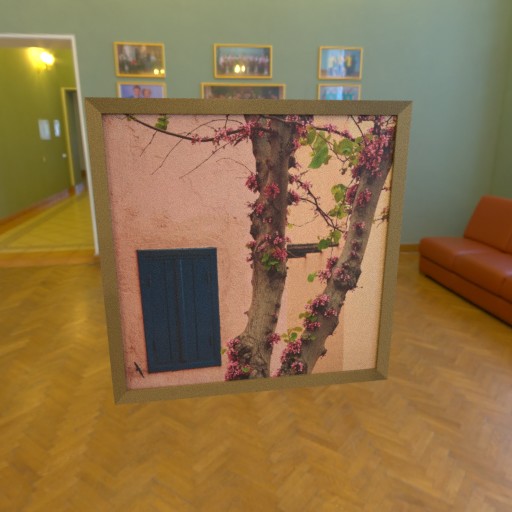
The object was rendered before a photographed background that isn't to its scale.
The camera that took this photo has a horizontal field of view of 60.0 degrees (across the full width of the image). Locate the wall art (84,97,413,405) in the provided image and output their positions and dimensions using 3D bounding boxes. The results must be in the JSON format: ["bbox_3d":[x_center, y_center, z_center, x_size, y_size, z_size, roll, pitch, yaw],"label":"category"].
[{"bbox_3d":[0.000,0.000,0.763,0.507,0.508,0.038,-3,16,-9],"label":"wall art"}]
